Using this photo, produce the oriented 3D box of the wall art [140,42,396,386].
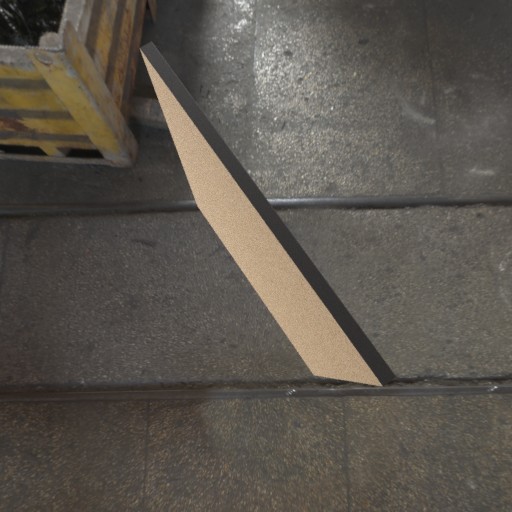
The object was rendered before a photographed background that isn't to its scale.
[{"bbox_3d":[0.000,0.000,1.197,0.028,0.863,0.755,-33,78,-8],"label":"wall art"}]
